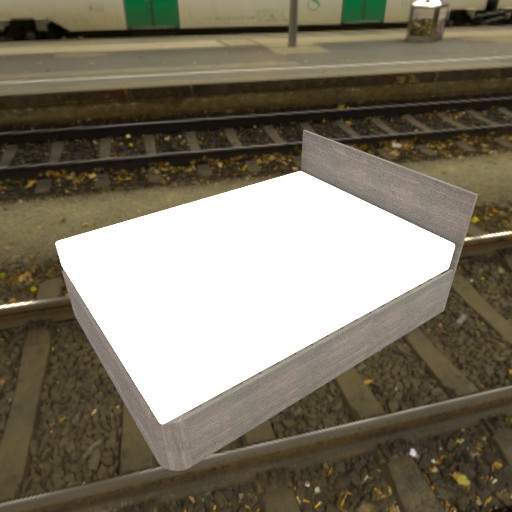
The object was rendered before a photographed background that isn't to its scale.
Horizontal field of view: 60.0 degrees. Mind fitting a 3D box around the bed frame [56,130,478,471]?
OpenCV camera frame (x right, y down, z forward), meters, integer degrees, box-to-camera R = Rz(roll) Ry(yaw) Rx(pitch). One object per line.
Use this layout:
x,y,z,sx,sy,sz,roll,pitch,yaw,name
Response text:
0.000,0.000,2.584,1.900,0.800,1.400,-21,38,-29,bed frame
